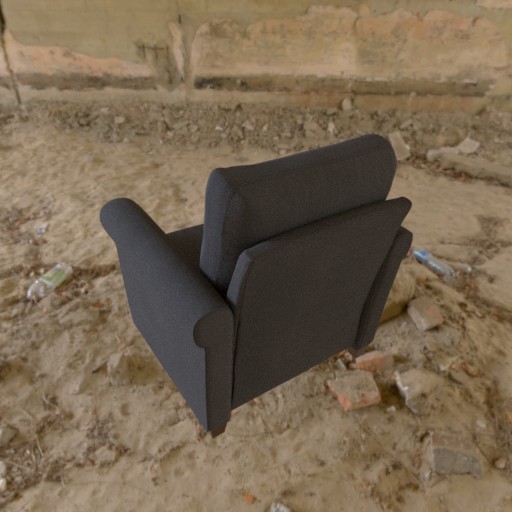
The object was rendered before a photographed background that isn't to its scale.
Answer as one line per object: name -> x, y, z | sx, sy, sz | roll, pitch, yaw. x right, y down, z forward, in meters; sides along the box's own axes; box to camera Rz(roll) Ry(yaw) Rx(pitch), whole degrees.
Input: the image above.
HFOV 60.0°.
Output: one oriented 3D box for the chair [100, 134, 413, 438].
chair -> 0.000, 0.000, 1.635 | 0.867, 0.942, 0.828 | -20, 37, -28
